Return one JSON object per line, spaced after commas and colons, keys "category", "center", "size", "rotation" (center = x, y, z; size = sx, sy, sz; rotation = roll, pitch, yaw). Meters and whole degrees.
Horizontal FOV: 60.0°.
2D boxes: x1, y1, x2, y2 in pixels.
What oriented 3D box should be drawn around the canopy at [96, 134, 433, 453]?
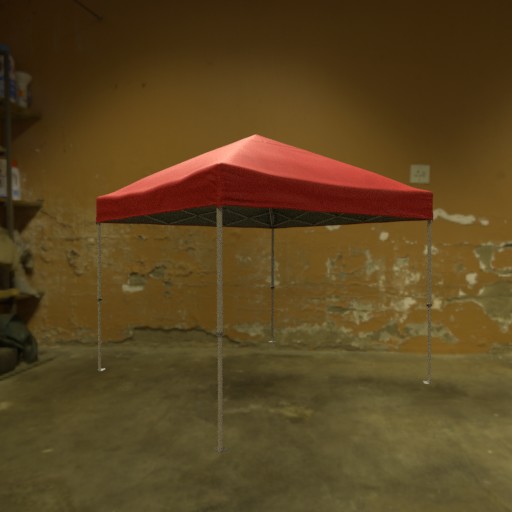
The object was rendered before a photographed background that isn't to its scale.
{"category": "canopy", "center": [0.000, 0.000, 5.495], "size": [2.998, 2.997, 2.996], "rotation": [-1, 1, -37]}
